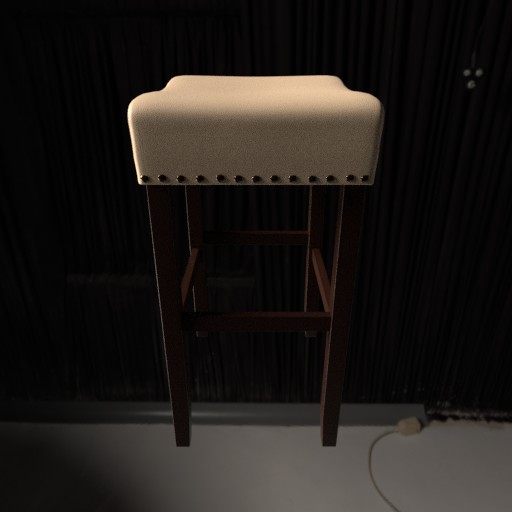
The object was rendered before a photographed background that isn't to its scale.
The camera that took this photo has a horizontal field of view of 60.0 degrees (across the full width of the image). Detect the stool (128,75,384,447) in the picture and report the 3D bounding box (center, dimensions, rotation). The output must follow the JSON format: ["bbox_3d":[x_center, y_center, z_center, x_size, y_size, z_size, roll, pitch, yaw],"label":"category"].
[{"bbox_3d":[0.000,0.000,1.045,0.401,0.762,0.471,0,27,0],"label":"stool"}]
